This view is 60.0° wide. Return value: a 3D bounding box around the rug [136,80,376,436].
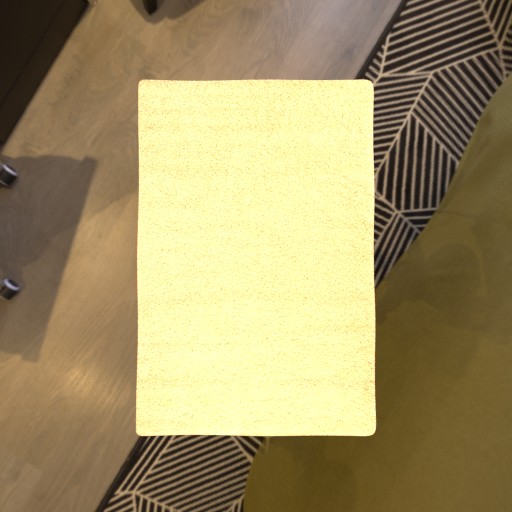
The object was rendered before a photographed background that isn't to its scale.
[{"bbox_3d":[0.000,0.000,3.364,1.798,0.025,2.698,0,88,0],"label":"rug"}]
